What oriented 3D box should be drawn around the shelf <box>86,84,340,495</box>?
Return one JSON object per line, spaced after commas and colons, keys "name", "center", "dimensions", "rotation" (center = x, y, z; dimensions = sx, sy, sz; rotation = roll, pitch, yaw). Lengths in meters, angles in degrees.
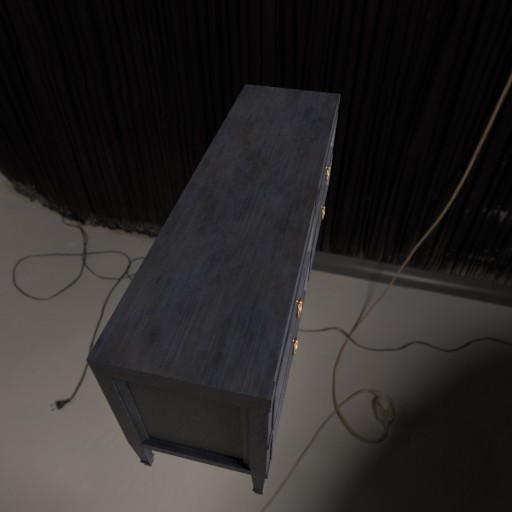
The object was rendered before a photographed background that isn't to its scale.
{"name": "shelf", "center": [0.000, 0.000, 1.835], "dimensions": [0.479, 0.719, 1.575], "rotation": [10, 46, 9]}
